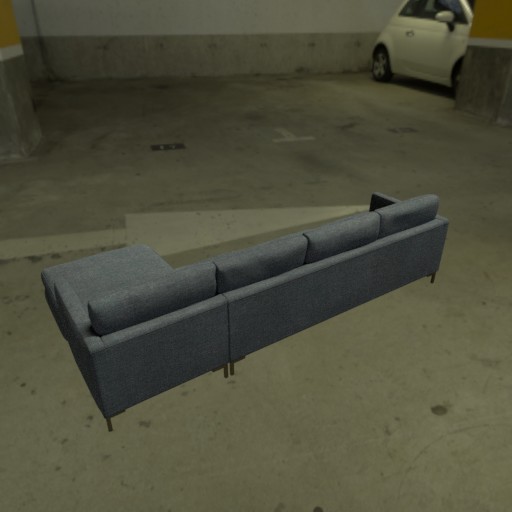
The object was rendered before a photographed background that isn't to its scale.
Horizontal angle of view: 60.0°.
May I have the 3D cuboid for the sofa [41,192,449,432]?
[{"bbox_3d":[0.000,0.000,3.455,2.932,0.810,1.350,-18,33,-29],"label":"sofa"}]
